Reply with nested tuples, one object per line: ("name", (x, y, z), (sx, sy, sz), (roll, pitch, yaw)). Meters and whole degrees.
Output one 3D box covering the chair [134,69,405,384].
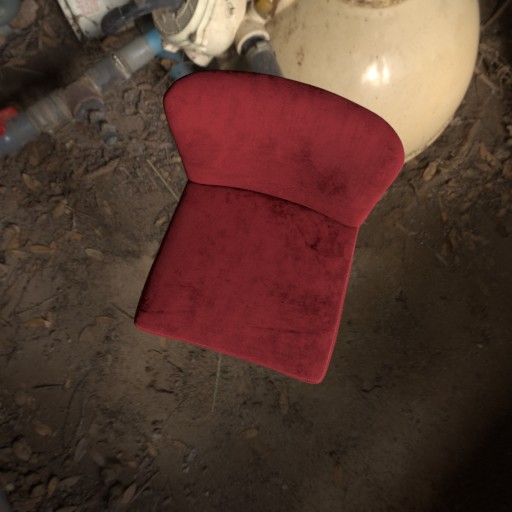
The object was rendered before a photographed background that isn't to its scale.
("chair", (0.000, 0.000, 1.207), (0.530, 0.824, 0.560), (16, 76, 4))
